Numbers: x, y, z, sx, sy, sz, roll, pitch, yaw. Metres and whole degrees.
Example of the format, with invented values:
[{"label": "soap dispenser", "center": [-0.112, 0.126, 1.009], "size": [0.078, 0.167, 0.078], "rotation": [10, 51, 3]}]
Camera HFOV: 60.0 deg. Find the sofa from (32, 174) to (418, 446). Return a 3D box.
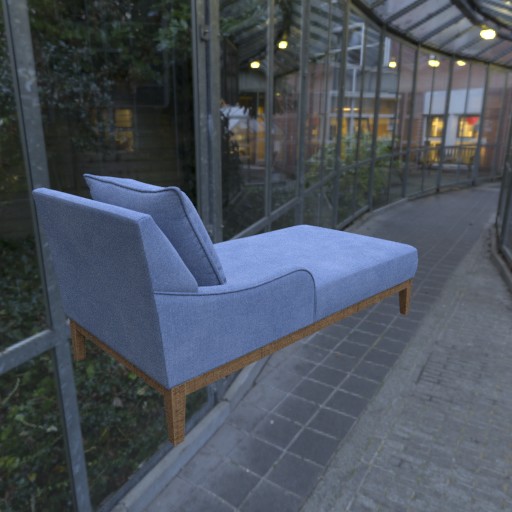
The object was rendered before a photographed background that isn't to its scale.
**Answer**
[{"label": "sofa", "center": [0.000, 0.000, 2.254], "size": [1.779, 0.883, 0.904], "rotation": [-15, 22, -42]}]
